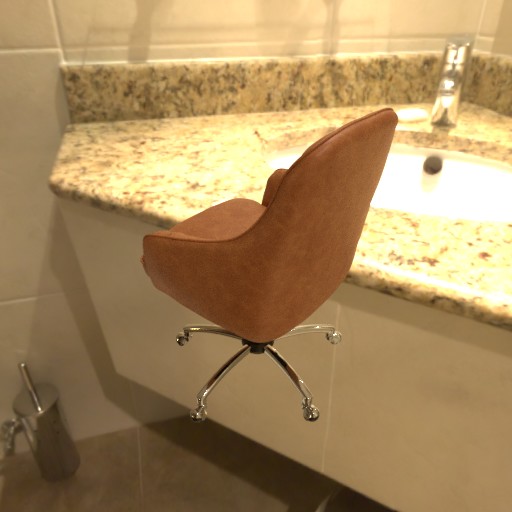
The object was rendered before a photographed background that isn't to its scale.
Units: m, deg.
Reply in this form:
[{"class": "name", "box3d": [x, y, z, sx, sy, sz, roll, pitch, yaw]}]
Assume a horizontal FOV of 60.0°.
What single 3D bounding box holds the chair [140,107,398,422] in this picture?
[{"class": "chair", "box3d": [0.000, 0.000, 1.331, 0.615, 0.909, 0.628, 22, 38, 31]}]
